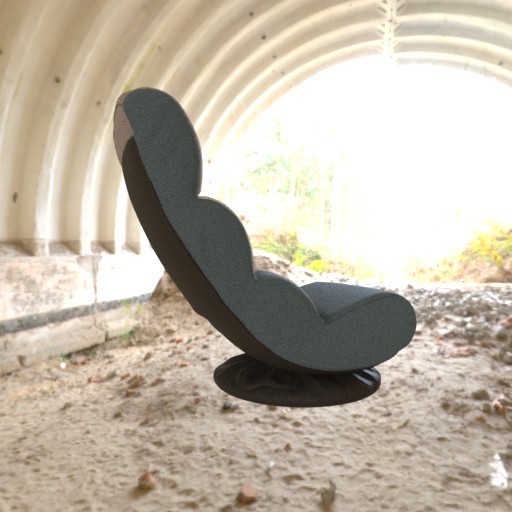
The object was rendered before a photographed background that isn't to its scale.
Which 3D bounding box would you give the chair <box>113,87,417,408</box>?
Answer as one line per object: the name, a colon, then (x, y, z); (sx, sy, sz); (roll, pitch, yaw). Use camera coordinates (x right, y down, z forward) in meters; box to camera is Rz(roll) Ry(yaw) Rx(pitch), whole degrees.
chair: (0.000, 0.000, 1.080); (0.661, 0.641, 0.420); (0, 1, -19)
